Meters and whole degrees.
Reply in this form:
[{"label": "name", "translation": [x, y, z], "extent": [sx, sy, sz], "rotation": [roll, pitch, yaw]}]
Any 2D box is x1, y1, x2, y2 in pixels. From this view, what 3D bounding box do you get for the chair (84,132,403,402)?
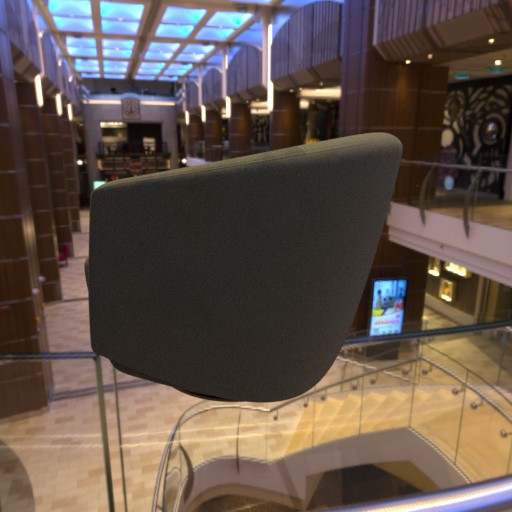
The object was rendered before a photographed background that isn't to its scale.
[{"label": "chair", "translation": [0.000, 0.000, 1.308], "extent": [0.767, 0.698, 0.773], "rotation": [7, 16, 25]}]
